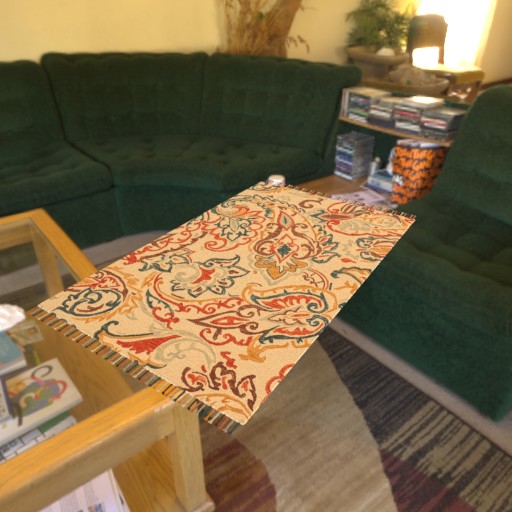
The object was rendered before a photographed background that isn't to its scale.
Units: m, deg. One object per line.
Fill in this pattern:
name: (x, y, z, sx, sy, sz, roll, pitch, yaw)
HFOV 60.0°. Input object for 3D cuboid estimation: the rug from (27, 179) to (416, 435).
rug: (0.000, 0.000, 3.161, 1.523, 0.010, 2.584, 19, 36, 29)
